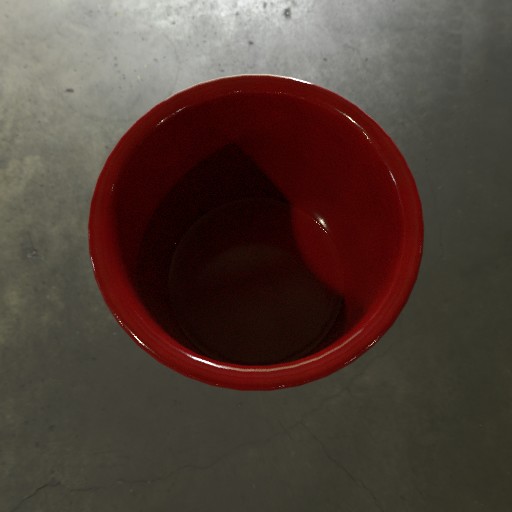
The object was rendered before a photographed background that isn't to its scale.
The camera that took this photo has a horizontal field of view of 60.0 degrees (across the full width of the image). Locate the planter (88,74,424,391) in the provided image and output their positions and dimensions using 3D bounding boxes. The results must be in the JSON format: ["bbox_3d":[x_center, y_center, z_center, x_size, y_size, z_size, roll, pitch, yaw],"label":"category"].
[{"bbox_3d":[0.000,0.000,0.396,0.230,0.202,0.230,0,74,0],"label":"planter"}]
